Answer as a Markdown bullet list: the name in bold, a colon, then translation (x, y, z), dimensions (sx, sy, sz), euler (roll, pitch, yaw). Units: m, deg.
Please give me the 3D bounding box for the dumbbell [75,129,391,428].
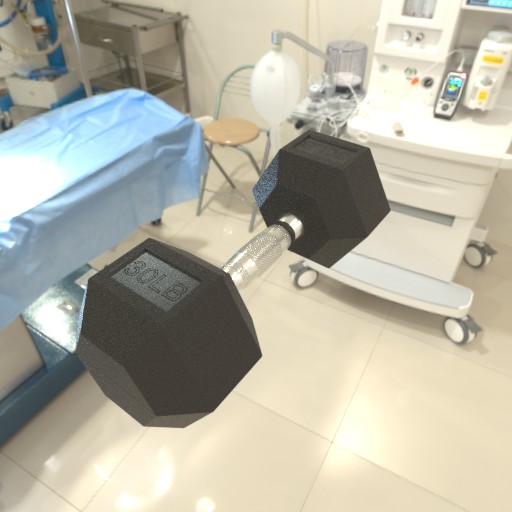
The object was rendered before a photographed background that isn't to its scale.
- **dumbbell**: translation (0.000, 0.000, 0.413), dimensions (0.142, 0.123, 0.337), euler (26, 47, 27)
